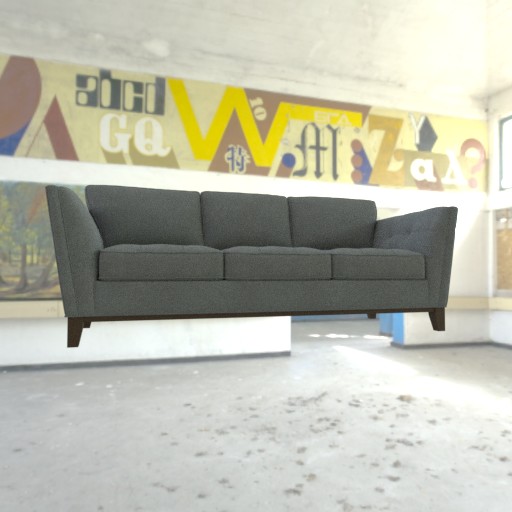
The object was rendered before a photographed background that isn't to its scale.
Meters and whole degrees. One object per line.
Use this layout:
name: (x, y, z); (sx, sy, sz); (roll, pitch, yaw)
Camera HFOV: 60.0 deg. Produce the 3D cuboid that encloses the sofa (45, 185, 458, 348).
sofa: (0.000, 0.000, 2.898); (2.387, 0.940, 0.965); (1, -2, -17)
